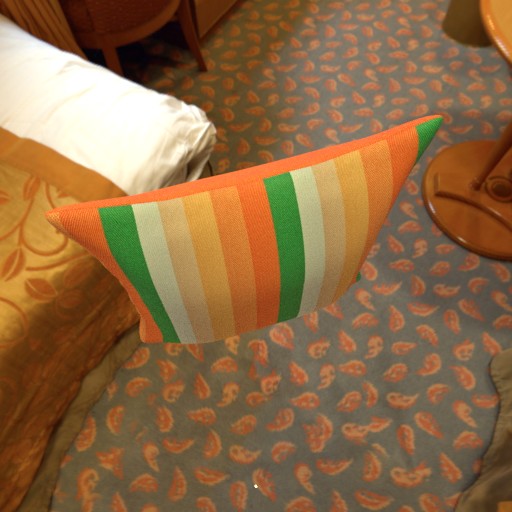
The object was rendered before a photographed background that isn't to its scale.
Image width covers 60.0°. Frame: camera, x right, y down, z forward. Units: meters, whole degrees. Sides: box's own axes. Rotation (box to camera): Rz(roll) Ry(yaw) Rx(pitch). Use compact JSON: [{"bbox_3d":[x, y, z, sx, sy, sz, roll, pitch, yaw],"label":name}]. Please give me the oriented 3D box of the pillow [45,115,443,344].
[{"bbox_3d":[0.000,0.000,0.678,0.453,0.444,0.169,-15,64,-8],"label":"pillow"}]
